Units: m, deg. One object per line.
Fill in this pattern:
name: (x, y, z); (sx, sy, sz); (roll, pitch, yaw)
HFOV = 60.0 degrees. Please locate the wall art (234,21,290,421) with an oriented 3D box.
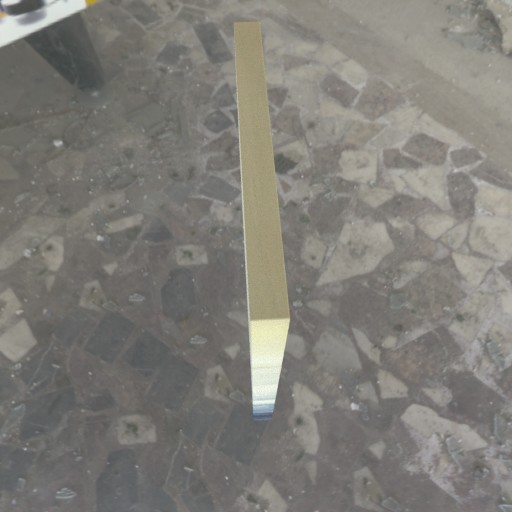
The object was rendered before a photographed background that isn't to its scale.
wall art: (0.000, 0.000, 0.829); (0.040, 0.608, 0.489); (-3, 61, -2)
